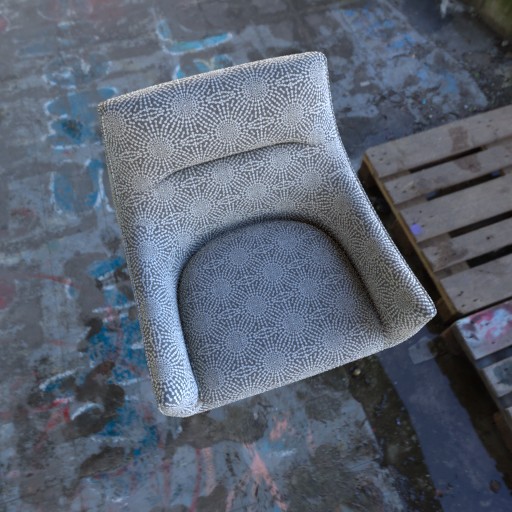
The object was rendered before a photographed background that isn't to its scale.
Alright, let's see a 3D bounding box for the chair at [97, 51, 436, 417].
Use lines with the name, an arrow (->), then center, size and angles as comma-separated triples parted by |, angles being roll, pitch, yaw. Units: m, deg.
chair -> 0.000, 0.000, 1.390 | 0.762, 0.838, 0.787 | -17, 65, -8
